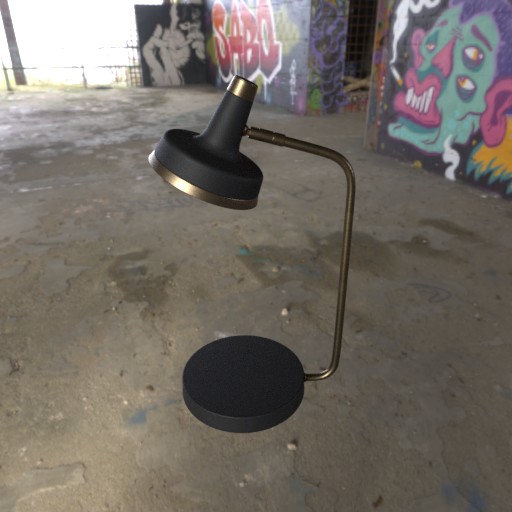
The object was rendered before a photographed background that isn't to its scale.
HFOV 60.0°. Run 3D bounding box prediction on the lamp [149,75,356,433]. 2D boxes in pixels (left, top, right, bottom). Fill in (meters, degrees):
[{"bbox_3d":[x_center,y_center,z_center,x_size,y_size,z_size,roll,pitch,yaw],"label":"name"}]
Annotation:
[{"bbox_3d":[0.000,0.000,0.507,0.218,0.385,0.162,0,26,-1],"label":"lamp"}]
